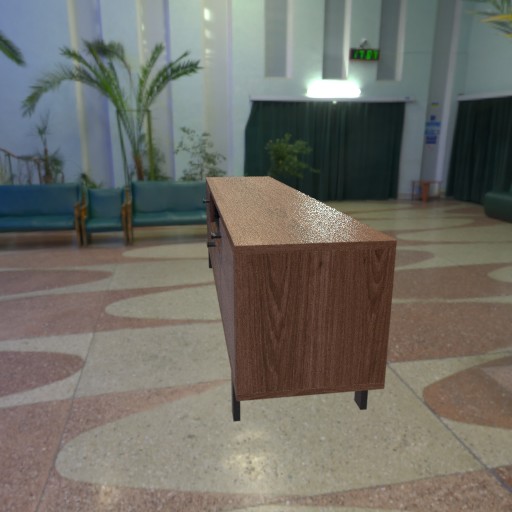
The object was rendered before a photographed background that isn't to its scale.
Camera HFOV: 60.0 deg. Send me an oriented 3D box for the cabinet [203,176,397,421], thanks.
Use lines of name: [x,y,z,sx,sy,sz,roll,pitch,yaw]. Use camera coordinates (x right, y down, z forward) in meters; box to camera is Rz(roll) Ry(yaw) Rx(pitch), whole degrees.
cabinet: [0.000,0.000,1.826,0.400,0.500,1.650,-2,15,-8]
